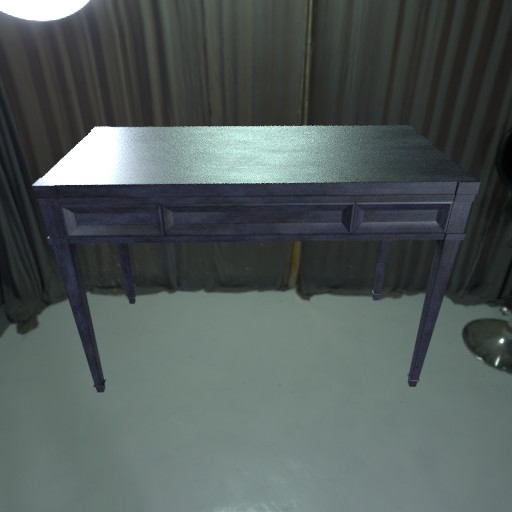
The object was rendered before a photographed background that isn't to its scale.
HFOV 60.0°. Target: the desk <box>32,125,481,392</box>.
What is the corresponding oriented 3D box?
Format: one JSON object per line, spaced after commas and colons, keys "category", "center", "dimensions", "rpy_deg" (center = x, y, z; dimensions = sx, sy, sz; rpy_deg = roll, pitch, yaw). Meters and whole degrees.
{"category": "desk", "center": [0.000, 0.000, 1.761], "dimensions": [1.289, 0.861, 0.630], "rpy_deg": [-1, 31, -1]}
